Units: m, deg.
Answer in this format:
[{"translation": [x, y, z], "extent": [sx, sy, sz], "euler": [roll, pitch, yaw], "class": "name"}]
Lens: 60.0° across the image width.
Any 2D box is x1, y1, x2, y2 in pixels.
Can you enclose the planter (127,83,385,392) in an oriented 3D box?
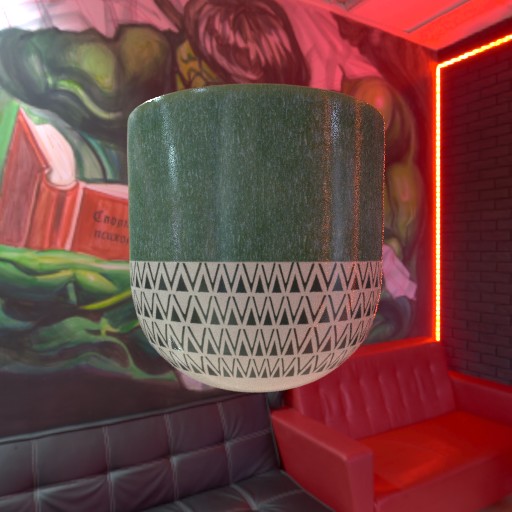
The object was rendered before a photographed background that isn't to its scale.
[{"translation": [0.000, 0.000, 0.477], "extent": [0.266, 0.270, 0.266], "euler": [0, 0, 0], "class": "planter"}]
